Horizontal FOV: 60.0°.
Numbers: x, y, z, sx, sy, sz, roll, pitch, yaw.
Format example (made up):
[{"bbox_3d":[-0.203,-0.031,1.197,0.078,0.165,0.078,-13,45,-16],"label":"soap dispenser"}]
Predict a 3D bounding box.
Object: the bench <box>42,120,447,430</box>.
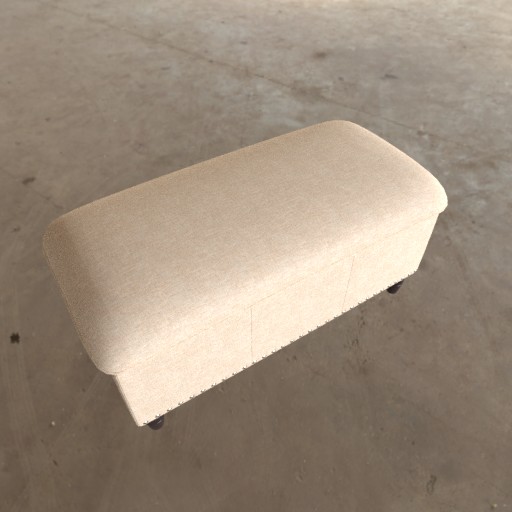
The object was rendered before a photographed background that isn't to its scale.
[{"bbox_3d":[0.000,0.000,1.247,0.991,0.483,0.483,-25,51,-22],"label":"bench"}]
